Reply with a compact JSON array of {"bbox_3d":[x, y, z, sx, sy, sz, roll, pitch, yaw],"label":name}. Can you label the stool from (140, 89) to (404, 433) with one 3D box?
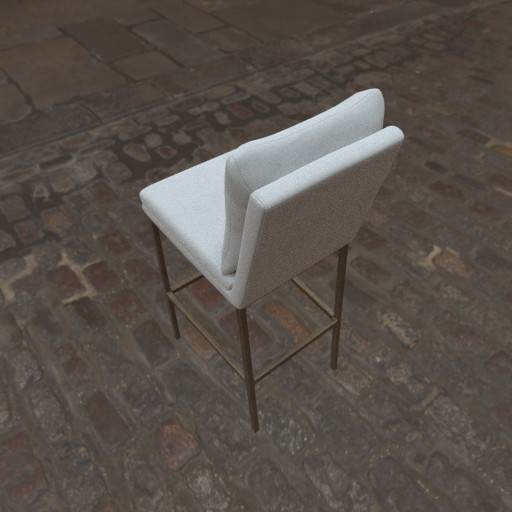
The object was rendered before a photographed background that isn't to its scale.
[{"bbox_3d":[0.000,0.000,1.425,0.463,1.125,0.572,-30,53,-26],"label":"stool"}]
